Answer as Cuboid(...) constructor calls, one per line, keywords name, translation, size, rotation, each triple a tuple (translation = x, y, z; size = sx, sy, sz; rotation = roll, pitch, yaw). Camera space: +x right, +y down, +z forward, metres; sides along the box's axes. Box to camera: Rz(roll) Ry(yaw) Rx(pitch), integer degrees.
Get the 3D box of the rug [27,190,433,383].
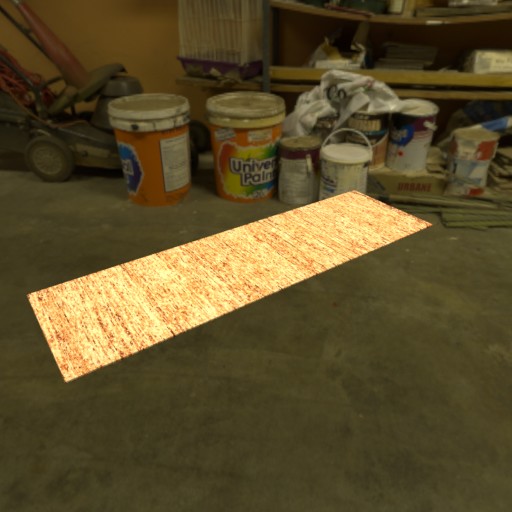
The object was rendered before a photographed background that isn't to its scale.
Cuboid(name="rug", translation=(0.000, 0.000, 2.457), size=(2.237, 0.014, 0.680), rotation=(-20, 37, -30))
